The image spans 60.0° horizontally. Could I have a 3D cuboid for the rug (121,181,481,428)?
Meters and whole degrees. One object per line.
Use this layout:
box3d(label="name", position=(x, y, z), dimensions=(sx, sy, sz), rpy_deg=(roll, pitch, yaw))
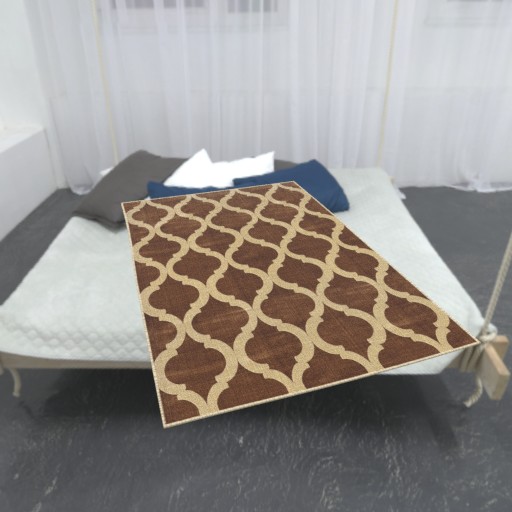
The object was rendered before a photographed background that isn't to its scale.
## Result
box3d(label="rug", position=(0.000, 0.000, 2.839), dimensions=(1.522, 0.008, 2.284), rpy_deg=(-10, 32, -16))
